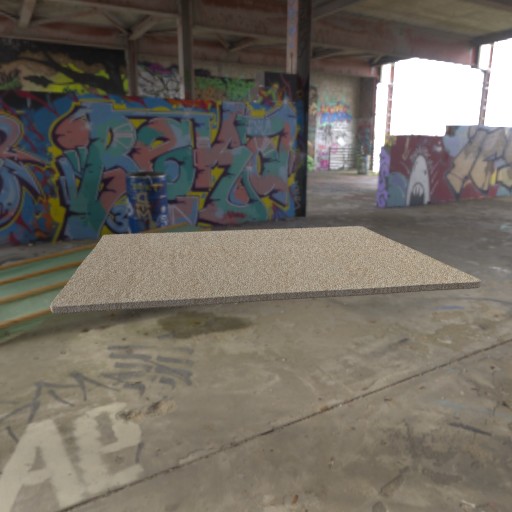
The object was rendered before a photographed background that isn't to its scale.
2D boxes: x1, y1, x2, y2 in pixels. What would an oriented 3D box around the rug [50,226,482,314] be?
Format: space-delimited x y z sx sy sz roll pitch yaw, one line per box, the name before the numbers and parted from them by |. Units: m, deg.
rug | 0.000 0.000 2.159 1.600 0.027 1.200 -3 15 -10
